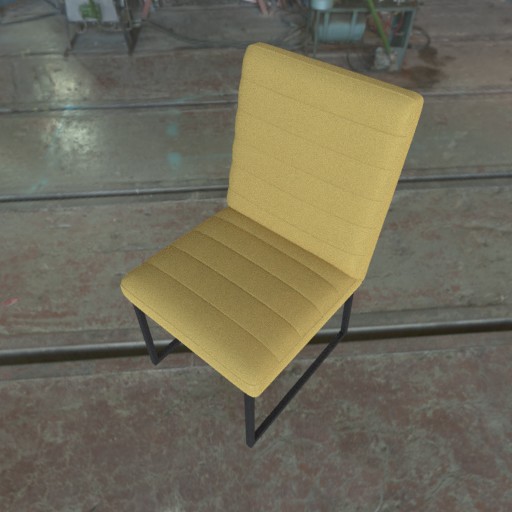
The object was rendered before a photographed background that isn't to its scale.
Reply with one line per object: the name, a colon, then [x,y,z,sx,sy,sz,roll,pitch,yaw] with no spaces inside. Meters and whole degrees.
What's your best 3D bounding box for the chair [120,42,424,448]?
chair: [0.000,0.000,1.291,0.520,0.930,0.634,31,54,26]
